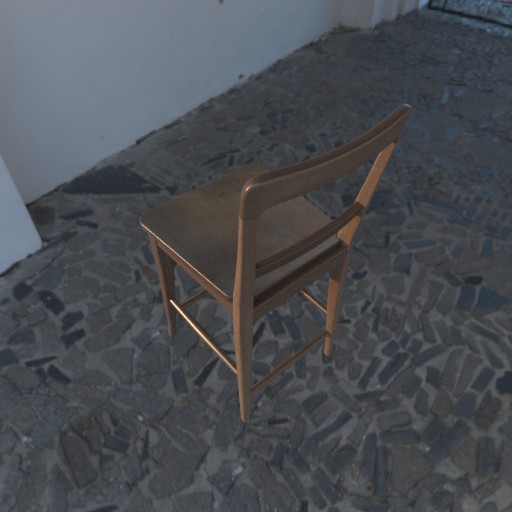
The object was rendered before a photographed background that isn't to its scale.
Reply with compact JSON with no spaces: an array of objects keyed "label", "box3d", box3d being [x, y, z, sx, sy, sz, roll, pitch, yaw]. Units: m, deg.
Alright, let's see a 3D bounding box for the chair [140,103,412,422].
[{"label":"chair","box3d":[0.000,0.000,1.285,0.450,0.991,0.546,-31,53,-27]}]
